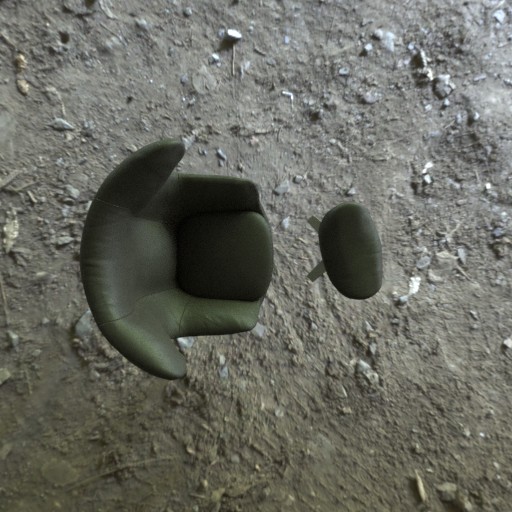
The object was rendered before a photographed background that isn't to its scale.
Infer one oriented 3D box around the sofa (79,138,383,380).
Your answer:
[{"bbox_3d":[0.000,0.000,2.140,1.444,1.135,0.894,0,92,0],"label":"sofa"}]
